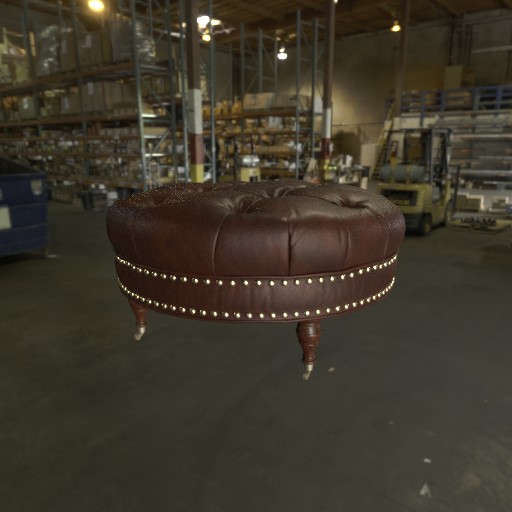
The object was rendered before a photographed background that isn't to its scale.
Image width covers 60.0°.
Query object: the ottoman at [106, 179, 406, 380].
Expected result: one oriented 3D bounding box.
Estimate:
[{"bbox_3d":[0.000,0.000,1.408,0.901,0.455,0.901,0,14,0],"label":"ottoman"}]
